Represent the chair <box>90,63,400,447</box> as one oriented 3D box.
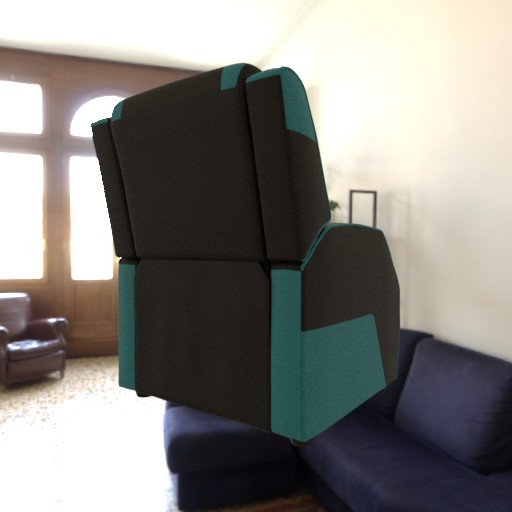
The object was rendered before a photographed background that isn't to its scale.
[{"bbox_3d":[0.000,0.000,1.263,0.620,0.805,0.672,1,1,37],"label":"chair"}]
